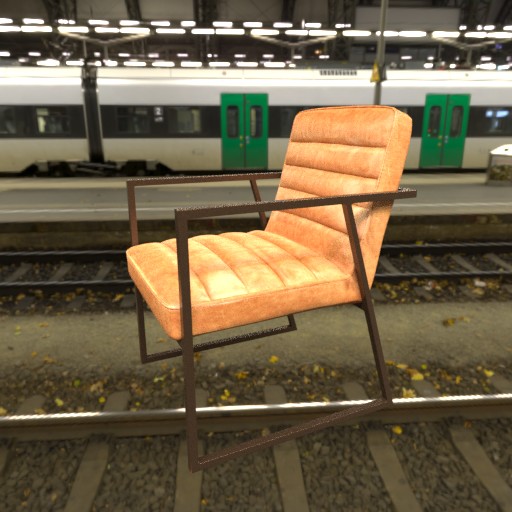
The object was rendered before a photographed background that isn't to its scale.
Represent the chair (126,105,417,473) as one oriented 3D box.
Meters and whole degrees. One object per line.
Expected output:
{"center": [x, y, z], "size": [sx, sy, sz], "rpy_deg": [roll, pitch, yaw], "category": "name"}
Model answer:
{"center": [0.000, 0.000, 1.290], "size": [0.677, 0.832, 0.571], "rpy_deg": [-8, 18, -24], "category": "chair"}
